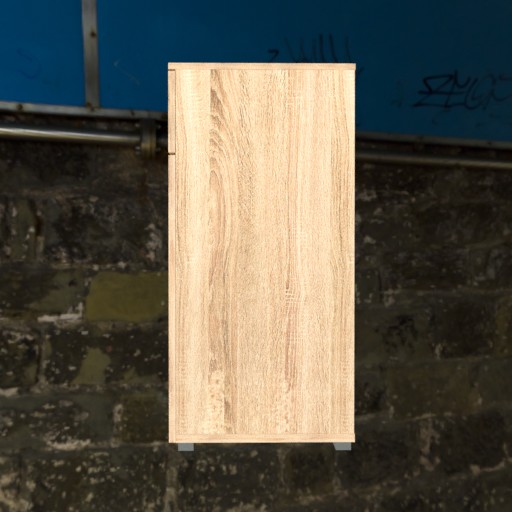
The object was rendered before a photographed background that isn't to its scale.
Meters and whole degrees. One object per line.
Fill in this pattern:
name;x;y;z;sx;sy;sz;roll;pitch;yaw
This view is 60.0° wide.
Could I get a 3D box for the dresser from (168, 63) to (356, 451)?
dresser;0.000;0.000;1.576;0.450;0.900;1.100;0;1;-1
